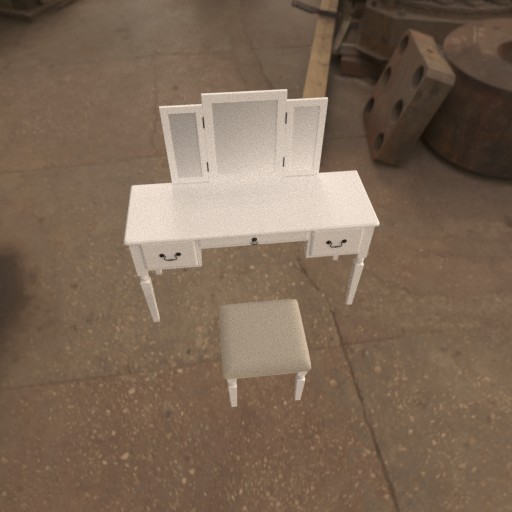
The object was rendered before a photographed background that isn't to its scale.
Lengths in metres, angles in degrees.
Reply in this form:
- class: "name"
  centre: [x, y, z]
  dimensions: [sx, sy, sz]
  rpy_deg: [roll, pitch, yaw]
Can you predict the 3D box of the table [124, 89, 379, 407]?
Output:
- class: "table"
  centre: [0.000, 0.000, 2.378]
  dimensions: [1.369, 1.310, 1.115]
  rpy_deg: [-5, 47, -4]
